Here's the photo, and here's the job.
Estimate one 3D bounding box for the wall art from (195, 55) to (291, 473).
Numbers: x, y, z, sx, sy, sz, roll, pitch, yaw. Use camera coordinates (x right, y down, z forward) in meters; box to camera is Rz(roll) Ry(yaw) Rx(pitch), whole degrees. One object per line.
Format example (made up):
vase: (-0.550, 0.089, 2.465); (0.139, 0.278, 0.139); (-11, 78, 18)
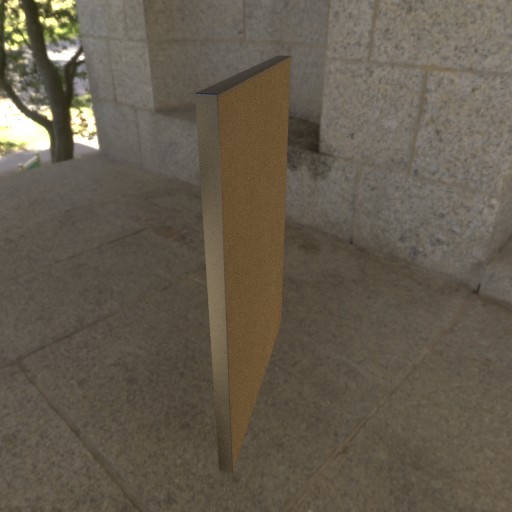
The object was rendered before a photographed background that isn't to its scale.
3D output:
wall art: (0.000, 0.000, 0.582); (0.019, 0.455, 0.314); (7, 30, 12)
